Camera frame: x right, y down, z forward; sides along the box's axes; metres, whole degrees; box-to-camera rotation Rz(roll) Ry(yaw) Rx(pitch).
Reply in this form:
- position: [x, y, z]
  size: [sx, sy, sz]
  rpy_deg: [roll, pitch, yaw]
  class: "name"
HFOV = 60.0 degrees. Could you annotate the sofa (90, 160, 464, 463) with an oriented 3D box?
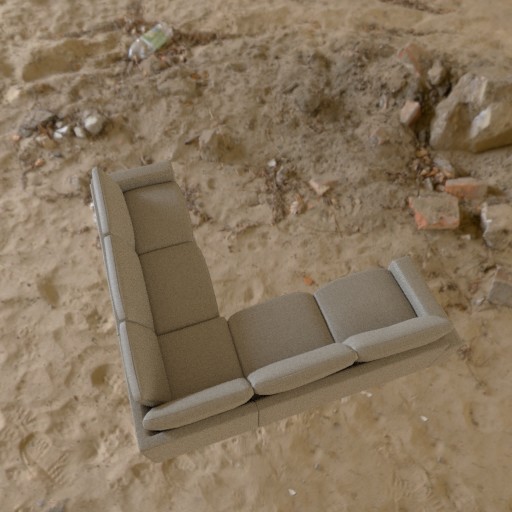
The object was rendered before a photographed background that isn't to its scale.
- position: [0.000, 0.000, 4.094]
  size: [2.622, 0.800, 2.742]
  rpy_deg: [-16, 59, -10]
  class: "sofa"
